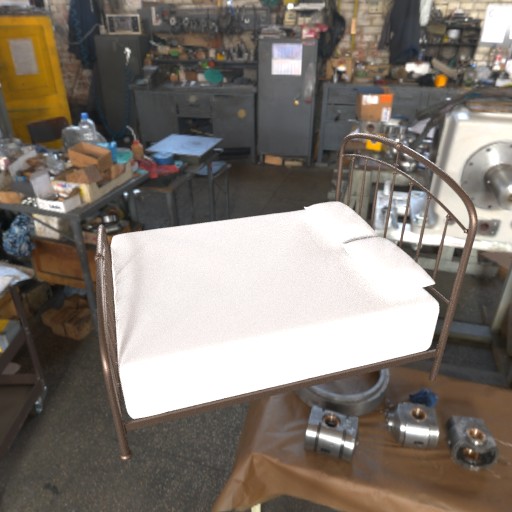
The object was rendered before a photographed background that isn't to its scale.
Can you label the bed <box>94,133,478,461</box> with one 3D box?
[{"bbox_3d":[0.000,0.000,3.189,2.168,1.475,1.711,-9,31,-15],"label":"bed"}]
